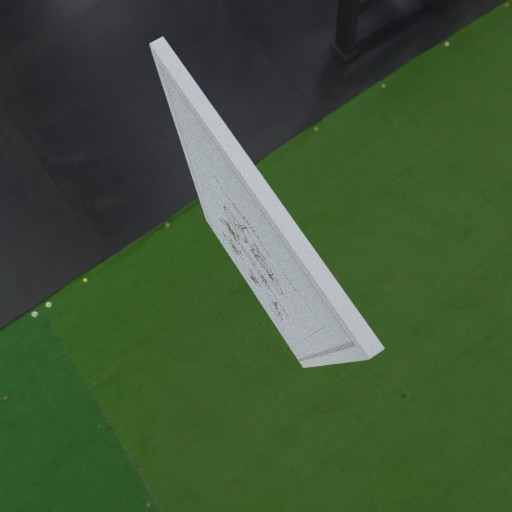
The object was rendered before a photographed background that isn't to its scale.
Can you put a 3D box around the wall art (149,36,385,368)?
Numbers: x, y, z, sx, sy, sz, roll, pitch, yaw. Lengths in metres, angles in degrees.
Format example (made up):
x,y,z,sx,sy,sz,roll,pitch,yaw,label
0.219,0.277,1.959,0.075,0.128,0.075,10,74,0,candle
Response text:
x,y,z,sx,sy,sz,roll,pitch,yaw,label
0.000,0.000,0.596,0.015,0.477,0.332,-32,77,-8,wall art
